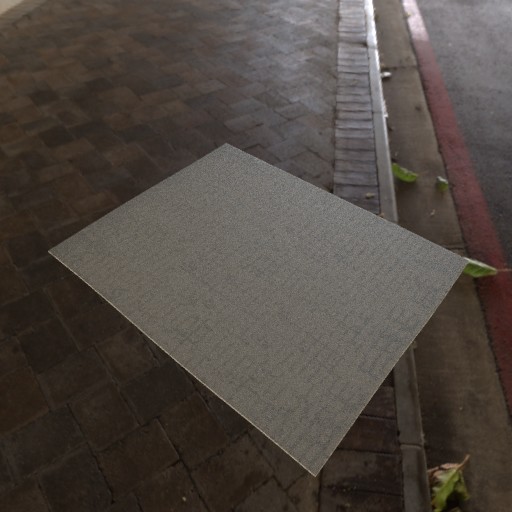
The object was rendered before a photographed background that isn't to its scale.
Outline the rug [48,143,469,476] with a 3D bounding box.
[{"bbox_3d":[0.000,0.000,4.094,3.061,0.014,2.447,32,54,27],"label":"rug"}]
